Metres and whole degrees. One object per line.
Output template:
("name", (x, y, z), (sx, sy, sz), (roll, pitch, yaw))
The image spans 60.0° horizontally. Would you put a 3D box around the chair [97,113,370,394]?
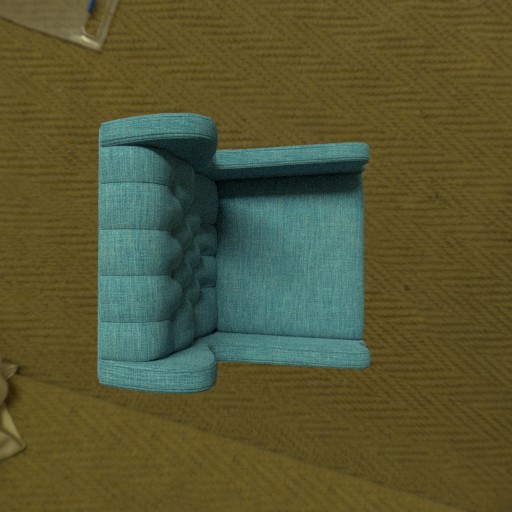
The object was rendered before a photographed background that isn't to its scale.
("chair", (0.000, 0.000, 1.488), (0.775, 0.952, 0.711), (0, 89, -1))
